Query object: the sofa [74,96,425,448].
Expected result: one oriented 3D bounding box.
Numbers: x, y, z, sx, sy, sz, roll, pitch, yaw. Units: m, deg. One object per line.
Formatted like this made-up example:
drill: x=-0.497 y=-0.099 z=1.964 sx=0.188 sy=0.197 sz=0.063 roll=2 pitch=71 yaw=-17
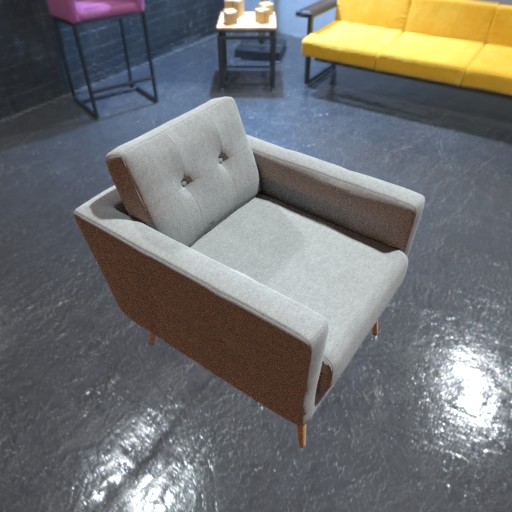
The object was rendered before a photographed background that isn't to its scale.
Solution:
sofa: x=0.000 y=0.000 z=1.570 sx=0.920 sy=0.860 sz=0.770 roll=26 pitch=48 yaw=26
